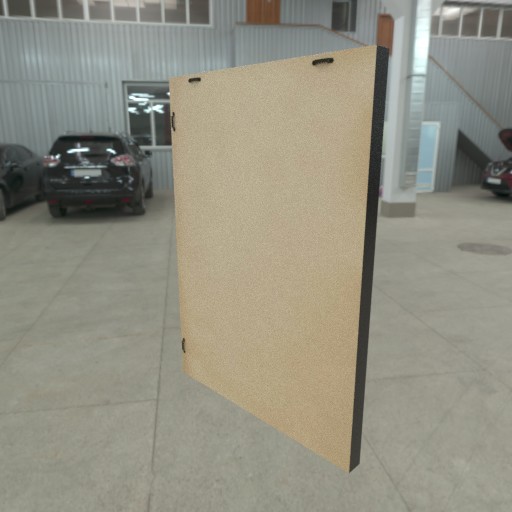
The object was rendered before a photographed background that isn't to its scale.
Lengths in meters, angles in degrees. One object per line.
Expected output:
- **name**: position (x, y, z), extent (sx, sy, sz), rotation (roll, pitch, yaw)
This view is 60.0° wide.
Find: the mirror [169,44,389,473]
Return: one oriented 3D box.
- **mirror**: position (0.000, 0.000, 0.891), extent (0.040, 0.710, 0.507), rotation (-14, 21, -43)
